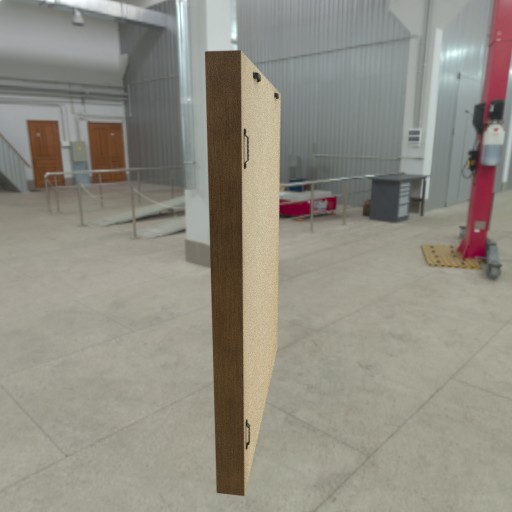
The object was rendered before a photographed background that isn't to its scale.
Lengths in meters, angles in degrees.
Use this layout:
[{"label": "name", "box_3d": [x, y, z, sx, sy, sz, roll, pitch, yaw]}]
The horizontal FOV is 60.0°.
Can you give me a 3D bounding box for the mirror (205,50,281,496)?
[{"label": "mirror", "box_3d": [0.000, 0.000, 0.680, 0.041, 0.509, 0.406, 2, 15, 8]}]
